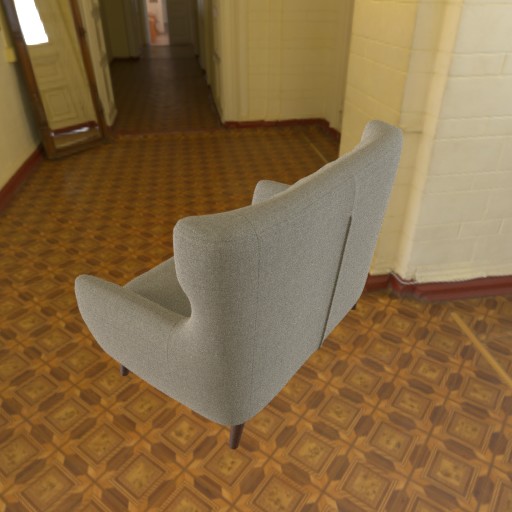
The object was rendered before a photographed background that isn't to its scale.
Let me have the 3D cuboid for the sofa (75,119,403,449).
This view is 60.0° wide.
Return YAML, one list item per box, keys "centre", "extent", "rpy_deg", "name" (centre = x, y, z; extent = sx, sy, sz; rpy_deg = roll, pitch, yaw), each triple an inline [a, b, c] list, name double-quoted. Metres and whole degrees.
- centre: [0.000, 0.000, 2.012]
  extent: [0.884, 1.028, 1.386]
  rpy_deg: [21, 37, 30]
  name: "sofa"
